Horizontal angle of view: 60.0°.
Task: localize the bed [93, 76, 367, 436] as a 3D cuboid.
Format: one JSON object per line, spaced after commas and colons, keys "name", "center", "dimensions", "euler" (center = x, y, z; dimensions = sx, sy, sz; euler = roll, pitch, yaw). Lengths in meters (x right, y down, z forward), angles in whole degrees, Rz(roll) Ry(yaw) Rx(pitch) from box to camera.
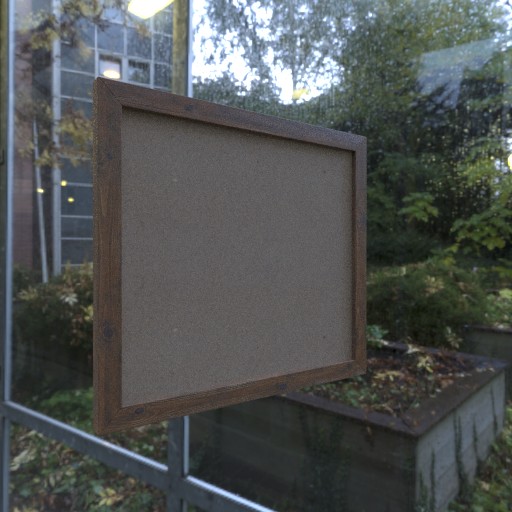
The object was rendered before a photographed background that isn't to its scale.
{"name": "bed", "center": [0.000, 0.000, 1.480], "dimensions": [1.046, 0.942, 0.046], "euler": [0, 0, -35]}
